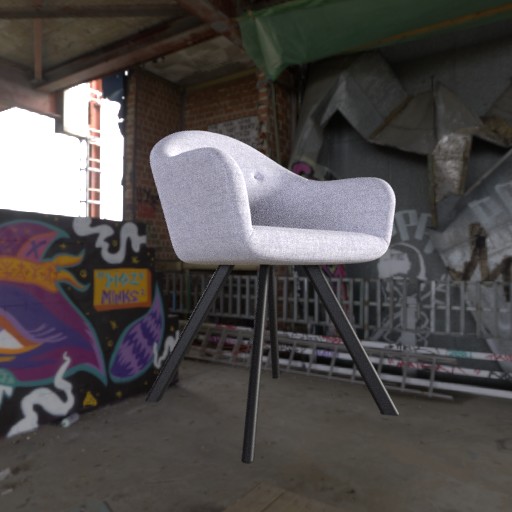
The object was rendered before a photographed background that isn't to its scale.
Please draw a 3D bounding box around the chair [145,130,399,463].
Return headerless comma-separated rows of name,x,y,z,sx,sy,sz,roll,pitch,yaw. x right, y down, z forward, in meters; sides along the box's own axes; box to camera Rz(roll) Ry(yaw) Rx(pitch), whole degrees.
chair,0.000,0.000,1.185,0.540,0.780,0.570,1,-2,-36
